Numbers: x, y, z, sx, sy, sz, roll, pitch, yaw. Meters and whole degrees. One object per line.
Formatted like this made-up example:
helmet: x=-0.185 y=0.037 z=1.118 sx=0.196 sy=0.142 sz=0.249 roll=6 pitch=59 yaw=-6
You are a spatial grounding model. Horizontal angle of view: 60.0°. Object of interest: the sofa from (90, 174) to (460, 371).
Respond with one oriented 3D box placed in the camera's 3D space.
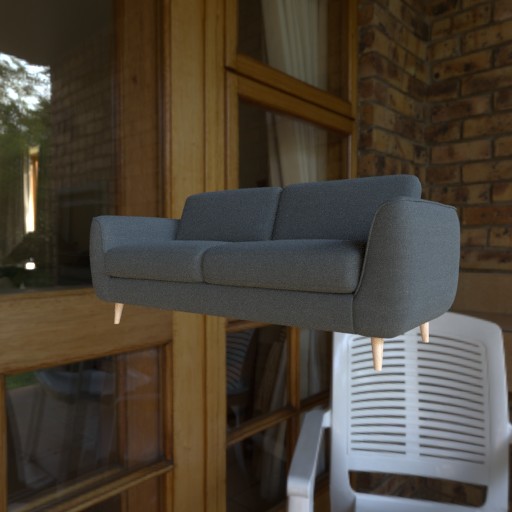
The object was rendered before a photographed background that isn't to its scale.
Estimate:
sofa: x=0.000 y=0.000 z=2.477 sx=2.000 sy=0.850 sz=0.920 roll=1 pitch=2 yaw=37
